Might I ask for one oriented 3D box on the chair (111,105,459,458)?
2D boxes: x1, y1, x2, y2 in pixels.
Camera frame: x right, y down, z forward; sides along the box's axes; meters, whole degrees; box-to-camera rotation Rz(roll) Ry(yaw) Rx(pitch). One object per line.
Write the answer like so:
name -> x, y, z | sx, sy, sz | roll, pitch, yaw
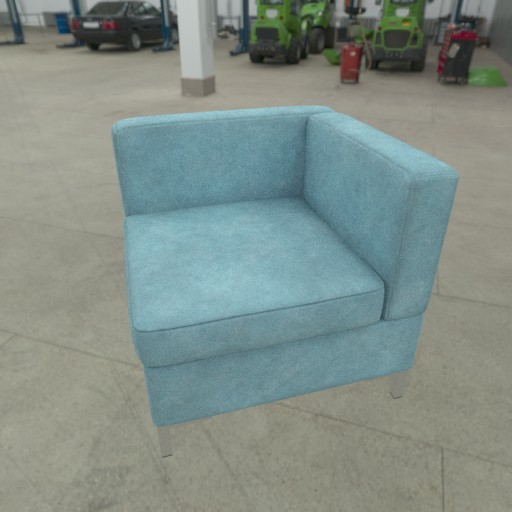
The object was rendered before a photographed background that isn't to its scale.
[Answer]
chair -> 0.000, 0.000, 1.218 | 0.691, 0.660, 0.684 | -9, 31, -14
